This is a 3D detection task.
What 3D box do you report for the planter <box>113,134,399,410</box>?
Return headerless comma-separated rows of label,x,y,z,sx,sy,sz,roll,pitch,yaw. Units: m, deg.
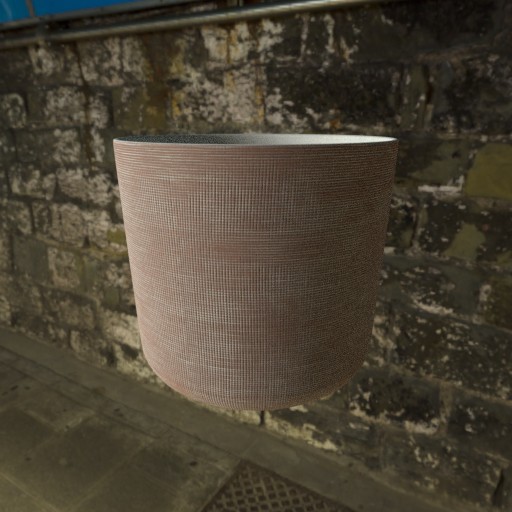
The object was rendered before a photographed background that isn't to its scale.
planter,0.000,0.000,0.771,0.440,0.398,0.440,0,17,0
